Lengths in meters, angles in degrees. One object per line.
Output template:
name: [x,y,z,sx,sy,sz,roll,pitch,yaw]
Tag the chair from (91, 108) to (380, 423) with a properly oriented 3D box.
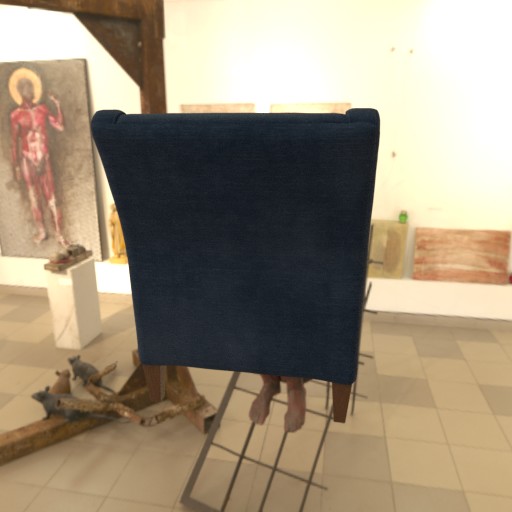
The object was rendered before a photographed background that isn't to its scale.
chair: [0.000,0.000,1.645,0.774,1.014,0.870,3,17,10]
